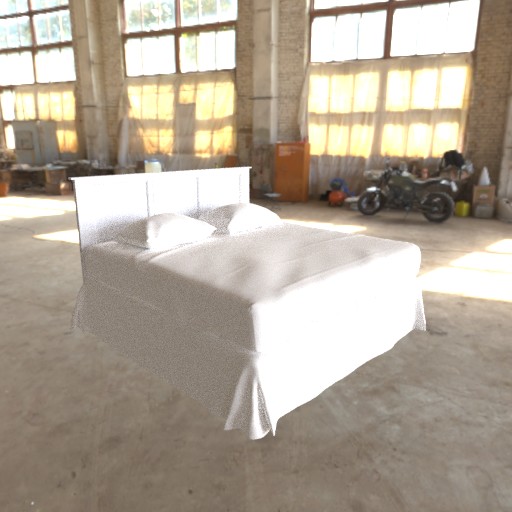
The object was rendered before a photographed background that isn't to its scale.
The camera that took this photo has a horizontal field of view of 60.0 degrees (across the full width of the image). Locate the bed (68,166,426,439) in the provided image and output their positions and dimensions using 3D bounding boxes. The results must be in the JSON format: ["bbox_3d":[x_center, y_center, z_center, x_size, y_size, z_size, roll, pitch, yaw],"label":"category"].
[{"bbox_3d":[0.000,0.000,3.651,2.215,1.273,2.317,14,20,43],"label":"bed"}]
